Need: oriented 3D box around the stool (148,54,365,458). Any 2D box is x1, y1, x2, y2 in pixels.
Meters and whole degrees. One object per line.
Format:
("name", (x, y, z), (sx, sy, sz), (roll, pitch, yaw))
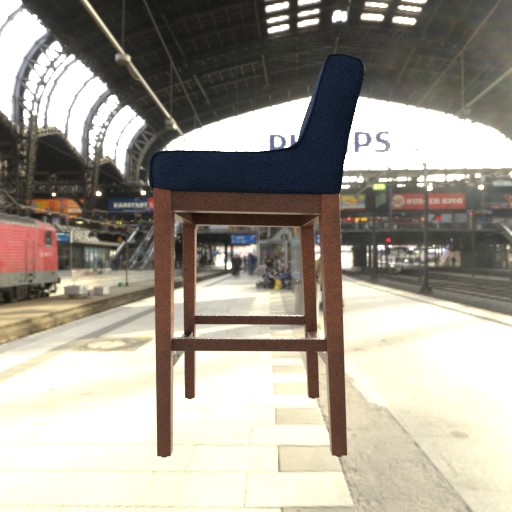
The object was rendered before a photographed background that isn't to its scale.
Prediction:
("stool", (0.000, 0.000, 1.267), (0.516, 0.945, 0.511), (0, 0, -1))
